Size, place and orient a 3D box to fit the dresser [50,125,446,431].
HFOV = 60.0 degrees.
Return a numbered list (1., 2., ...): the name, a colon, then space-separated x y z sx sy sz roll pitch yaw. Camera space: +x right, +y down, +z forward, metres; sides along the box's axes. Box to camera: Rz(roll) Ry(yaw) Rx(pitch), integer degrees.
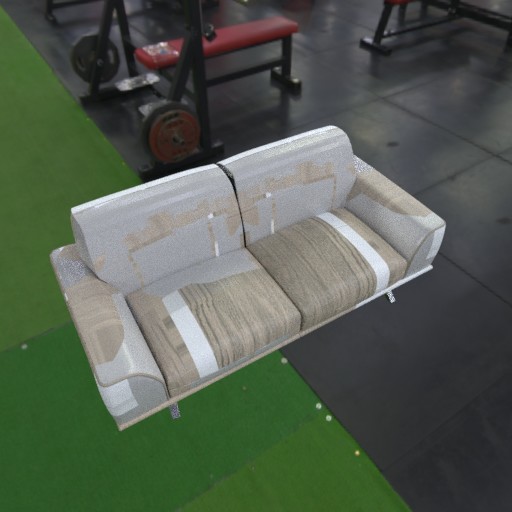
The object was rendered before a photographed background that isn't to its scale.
1. dresser: 0.000 0.000 5.819 4.679 1.863 2.251 -23 49 -21
